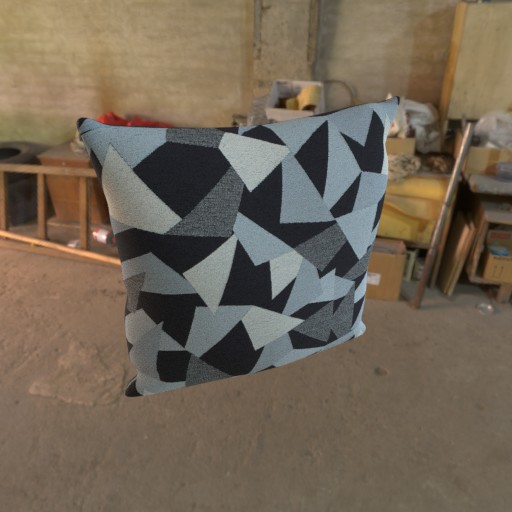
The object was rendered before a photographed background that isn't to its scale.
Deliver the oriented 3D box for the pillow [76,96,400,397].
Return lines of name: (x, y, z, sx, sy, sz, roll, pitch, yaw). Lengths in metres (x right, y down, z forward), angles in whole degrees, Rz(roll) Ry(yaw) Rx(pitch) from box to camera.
pillow: (0.000, 0.000, 0.749, 0.503, 0.496, 0.208, -11, 33, -18)
